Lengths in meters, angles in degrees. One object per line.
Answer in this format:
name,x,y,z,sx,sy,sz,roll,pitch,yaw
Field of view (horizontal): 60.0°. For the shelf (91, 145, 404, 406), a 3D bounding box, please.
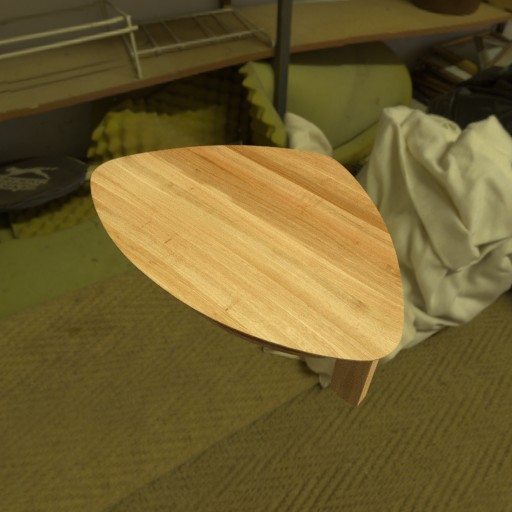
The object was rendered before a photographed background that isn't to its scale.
shelf,0.000,0.000,1.646,1.240,0.439,0.863,32,53,28
